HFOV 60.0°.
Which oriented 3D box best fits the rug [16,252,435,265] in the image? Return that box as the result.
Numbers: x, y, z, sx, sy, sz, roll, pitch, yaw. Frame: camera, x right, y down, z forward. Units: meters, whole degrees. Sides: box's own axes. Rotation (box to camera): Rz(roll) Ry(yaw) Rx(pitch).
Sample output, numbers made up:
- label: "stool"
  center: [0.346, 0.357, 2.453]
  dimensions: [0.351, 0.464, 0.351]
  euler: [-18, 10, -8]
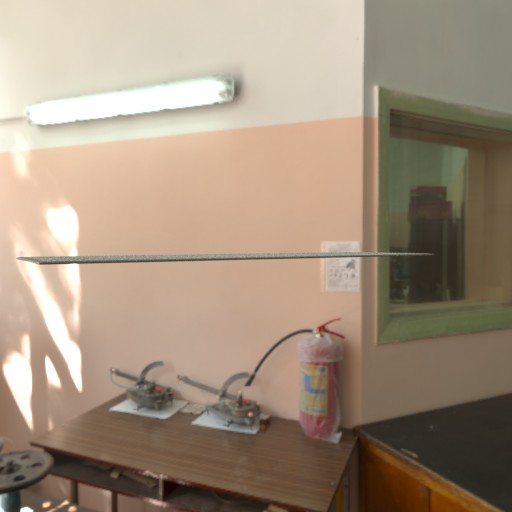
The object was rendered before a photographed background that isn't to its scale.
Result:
- label: "rug"
  center: [0.000, 0.000, 2.364]
  dimensions: [2.196, 0.011, 0.662]
  euler: [-1, 2, -34]
